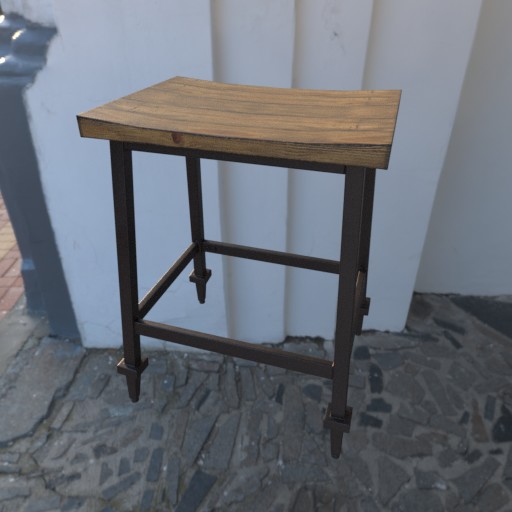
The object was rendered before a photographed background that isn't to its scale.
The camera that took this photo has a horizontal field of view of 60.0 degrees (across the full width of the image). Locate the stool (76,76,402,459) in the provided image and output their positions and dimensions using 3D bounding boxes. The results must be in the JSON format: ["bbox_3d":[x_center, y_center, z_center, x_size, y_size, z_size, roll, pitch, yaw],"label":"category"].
[{"bbox_3d":[0.000,0.000,0.923,0.486,0.625,0.405,10,33,15],"label":"stool"}]
